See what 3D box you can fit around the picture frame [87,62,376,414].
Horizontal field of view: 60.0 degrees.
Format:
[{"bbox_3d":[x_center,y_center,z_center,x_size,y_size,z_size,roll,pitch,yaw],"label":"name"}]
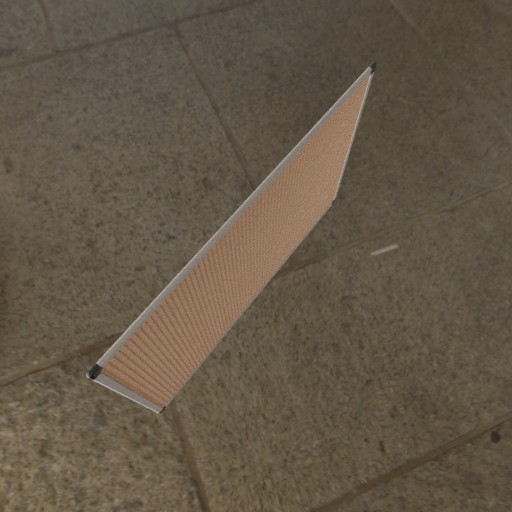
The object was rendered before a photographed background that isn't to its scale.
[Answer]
[{"bbox_3d":[0.000,0.000,1.141,0.010,0.600,0.900,35,70,15],"label":"picture frame"}]
